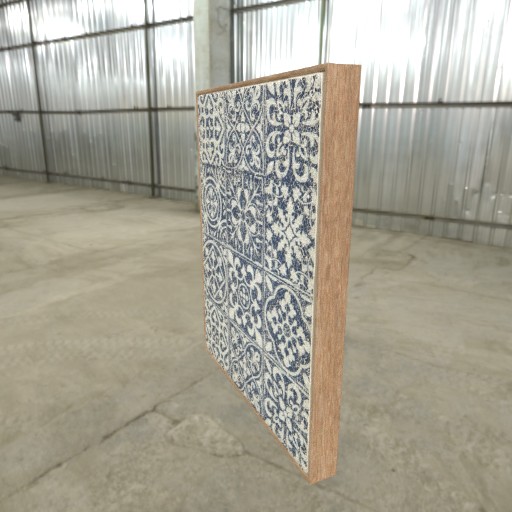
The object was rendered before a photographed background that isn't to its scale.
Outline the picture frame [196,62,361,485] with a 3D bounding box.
[{"bbox_3d":[0.000,0.000,0.716,0.043,0.526,0.424,-8,18,-25],"label":"picture frame"}]
